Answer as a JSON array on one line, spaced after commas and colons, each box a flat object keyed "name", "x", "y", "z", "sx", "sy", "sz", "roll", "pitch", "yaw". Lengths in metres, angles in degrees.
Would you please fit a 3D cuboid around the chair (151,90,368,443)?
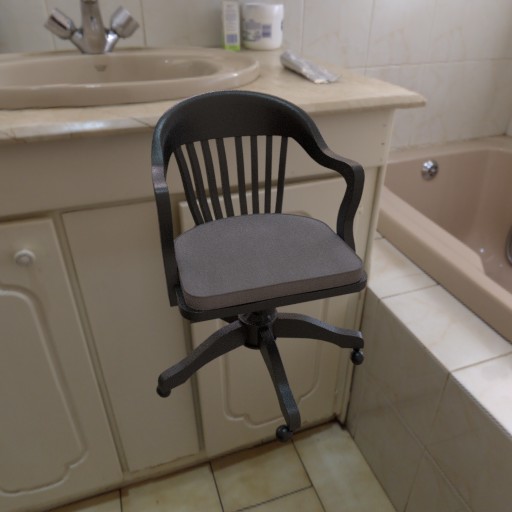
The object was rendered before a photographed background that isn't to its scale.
[{"name": "chair", "x": 0.000, "y": 0.000, "z": 1.433, "sx": 0.750, "sy": 0.878, "sz": 0.788, "roll": -9, "pitch": 33, "yaw": -14}]
